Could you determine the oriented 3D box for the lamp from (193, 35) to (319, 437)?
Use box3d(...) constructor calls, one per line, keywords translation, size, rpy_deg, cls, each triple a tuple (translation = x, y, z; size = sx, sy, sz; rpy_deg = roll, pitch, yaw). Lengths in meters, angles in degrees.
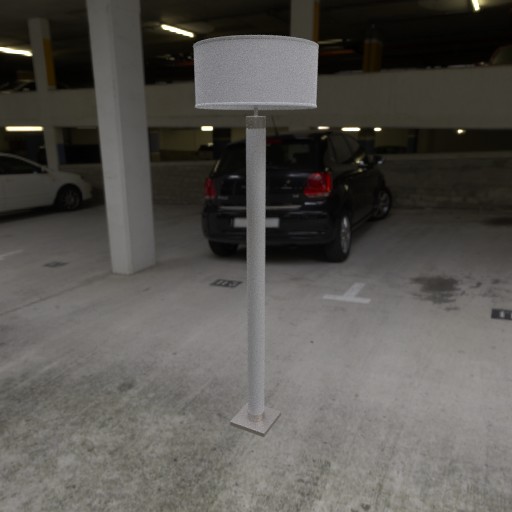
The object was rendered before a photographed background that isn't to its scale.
box3d(translation=(0.000, 0.000, 1.692), size=(0.420, 1.475, 0.420), rpy_deg=(9, 18, 27), cls="lamp")
